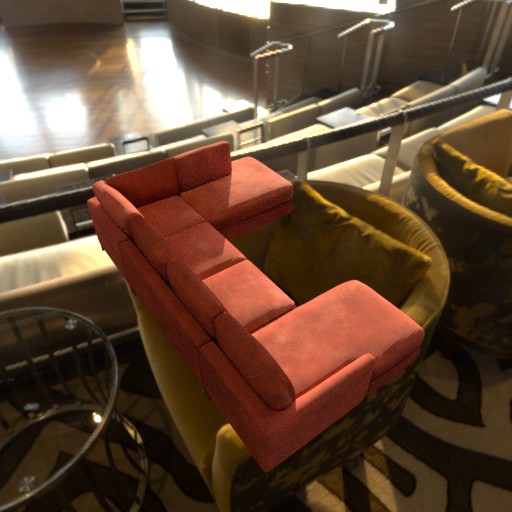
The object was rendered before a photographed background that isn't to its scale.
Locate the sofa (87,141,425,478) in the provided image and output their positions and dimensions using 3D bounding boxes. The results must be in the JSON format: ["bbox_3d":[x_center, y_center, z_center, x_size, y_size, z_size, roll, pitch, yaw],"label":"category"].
[{"bbox_3d":[0.000,0.000,3.931,1.981,0.858,2.971,-25,47,-26],"label":"sofa"}]
